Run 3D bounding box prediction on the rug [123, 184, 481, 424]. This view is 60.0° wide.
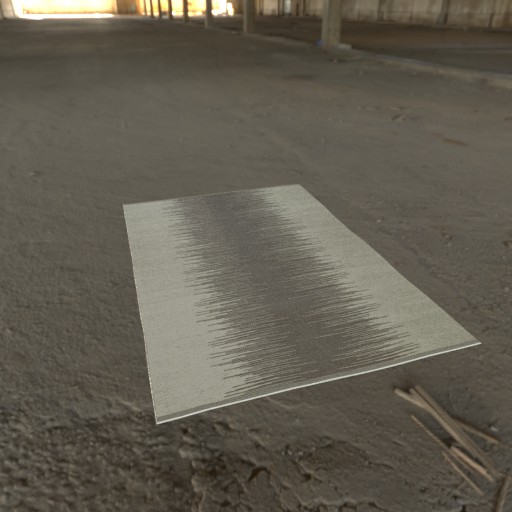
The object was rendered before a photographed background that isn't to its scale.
[{"bbox_3d":[0.000,0.000,2.278,1.226,0.007,1.815,-9,31,-15],"label":"rug"}]
